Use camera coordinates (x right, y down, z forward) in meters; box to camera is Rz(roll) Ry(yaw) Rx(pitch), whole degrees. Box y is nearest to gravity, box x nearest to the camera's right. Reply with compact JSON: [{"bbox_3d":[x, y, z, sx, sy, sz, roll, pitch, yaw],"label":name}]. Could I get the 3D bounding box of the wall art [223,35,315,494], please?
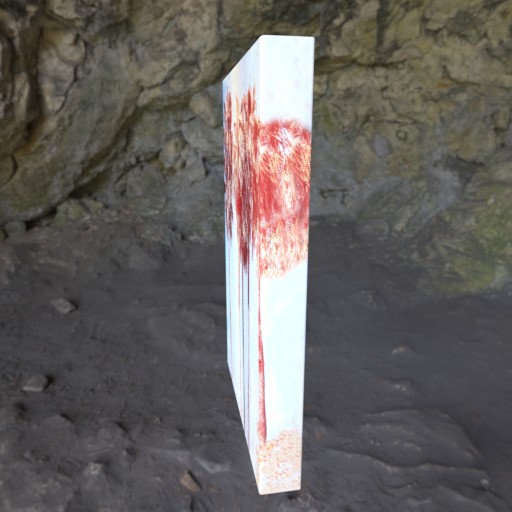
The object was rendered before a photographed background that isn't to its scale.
[{"bbox_3d":[0.000,0.000,0.473,0.039,0.380,0.251,-3,15,-10],"label":"wall art"}]
